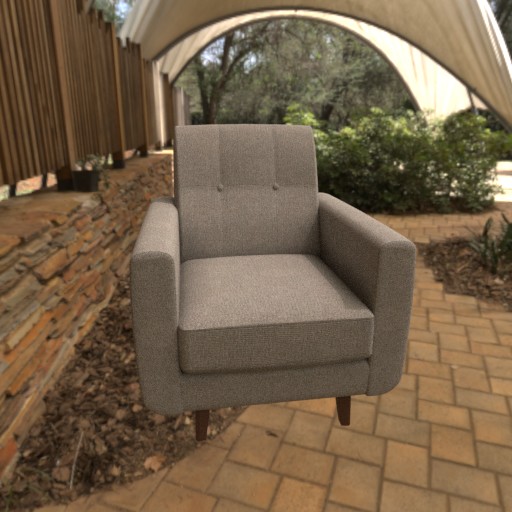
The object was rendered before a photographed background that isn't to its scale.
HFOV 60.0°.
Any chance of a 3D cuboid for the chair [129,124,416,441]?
[{"bbox_3d":[0.000,0.000,1.708,0.845,0.968,0.942,-3,17,-8],"label":"chair"}]
